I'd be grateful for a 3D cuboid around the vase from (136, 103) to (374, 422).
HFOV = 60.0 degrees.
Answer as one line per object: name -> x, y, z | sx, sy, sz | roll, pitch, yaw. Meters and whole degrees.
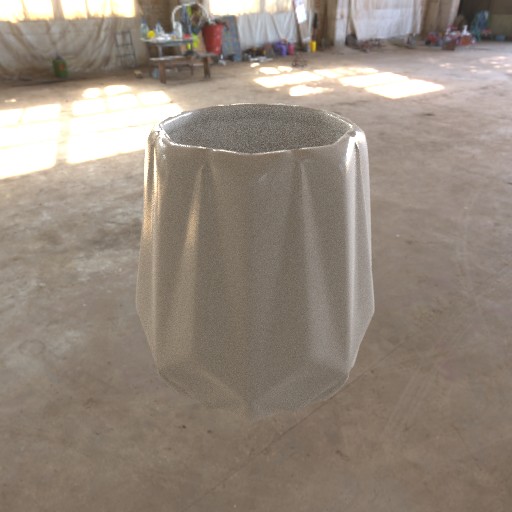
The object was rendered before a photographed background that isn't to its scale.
vase -> 0.000, 0.000, 0.256 | 0.141, 0.152, 0.141 | 0, 31, 0
